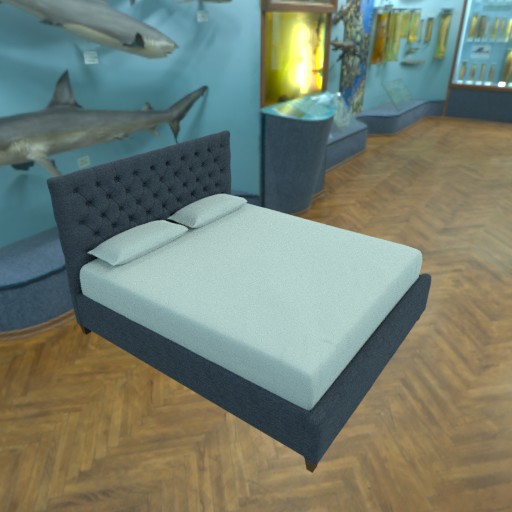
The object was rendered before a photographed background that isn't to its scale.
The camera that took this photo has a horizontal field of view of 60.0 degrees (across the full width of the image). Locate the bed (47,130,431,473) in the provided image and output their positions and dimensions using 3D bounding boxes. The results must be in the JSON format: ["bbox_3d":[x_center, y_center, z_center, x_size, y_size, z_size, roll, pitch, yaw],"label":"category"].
[{"bbox_3d":[0.000,0.000,3.690,2.387,1.427,2.078,19,33,32],"label":"bed"}]
